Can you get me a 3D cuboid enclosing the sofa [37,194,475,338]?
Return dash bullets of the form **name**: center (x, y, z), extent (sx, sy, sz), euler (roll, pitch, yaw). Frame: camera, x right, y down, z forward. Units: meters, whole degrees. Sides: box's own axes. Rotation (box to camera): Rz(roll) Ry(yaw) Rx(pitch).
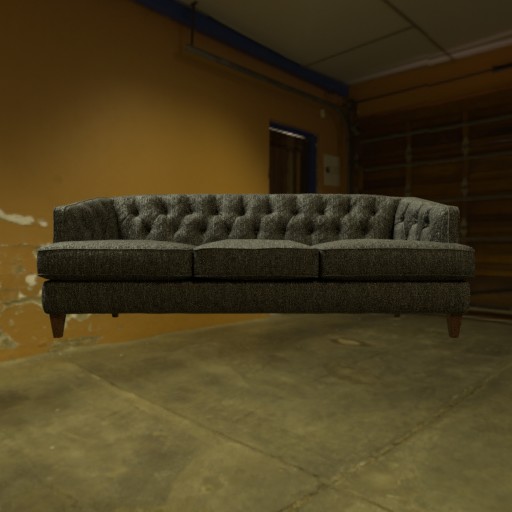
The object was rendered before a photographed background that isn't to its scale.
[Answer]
- **sofa**: center (0.000, 0.000, 2.705), extent (2.278, 0.855, 0.941), euler (0, 1, 0)
